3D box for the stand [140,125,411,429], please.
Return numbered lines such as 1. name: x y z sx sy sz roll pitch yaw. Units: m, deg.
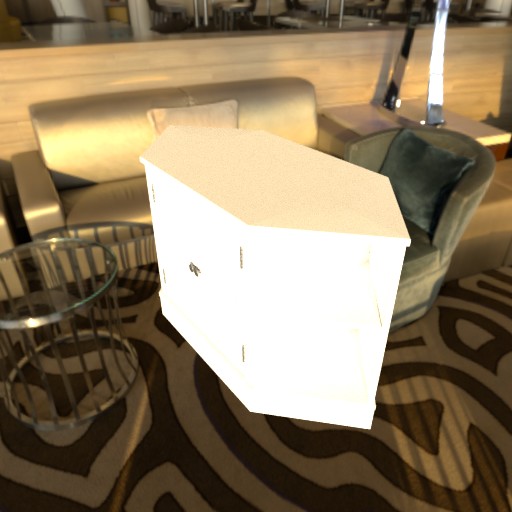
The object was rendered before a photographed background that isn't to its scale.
1. stand: 0.000 0.000 1.444 0.477 0.614 1.072 -22 38 -31
